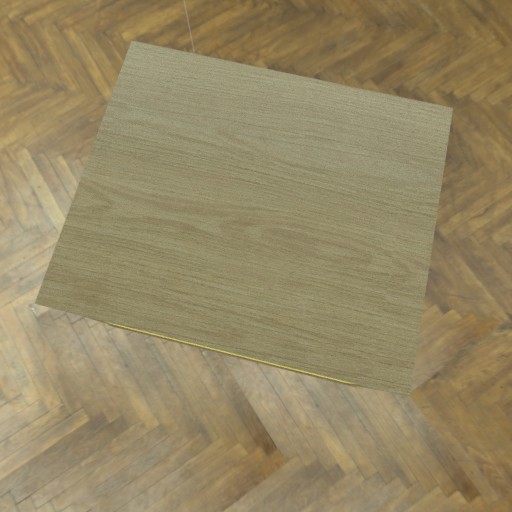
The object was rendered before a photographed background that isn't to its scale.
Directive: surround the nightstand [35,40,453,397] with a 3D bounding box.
[{"bbox_3d":[0.000,0.000,0.837,0.450,0.571,0.380,13,76,3],"label":"nightstand"}]
